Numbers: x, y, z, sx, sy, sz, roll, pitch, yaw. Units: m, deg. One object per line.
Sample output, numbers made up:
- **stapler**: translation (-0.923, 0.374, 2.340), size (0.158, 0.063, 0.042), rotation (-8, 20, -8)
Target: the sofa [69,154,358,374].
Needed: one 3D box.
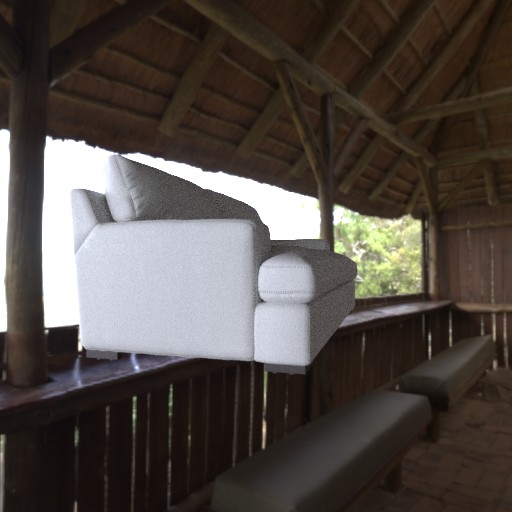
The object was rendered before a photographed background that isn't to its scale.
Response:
- **sofa**: translation (0.000, 0.000, 2.879), size (1.143, 0.940, 2.261), rotation (0, 0, 17)
